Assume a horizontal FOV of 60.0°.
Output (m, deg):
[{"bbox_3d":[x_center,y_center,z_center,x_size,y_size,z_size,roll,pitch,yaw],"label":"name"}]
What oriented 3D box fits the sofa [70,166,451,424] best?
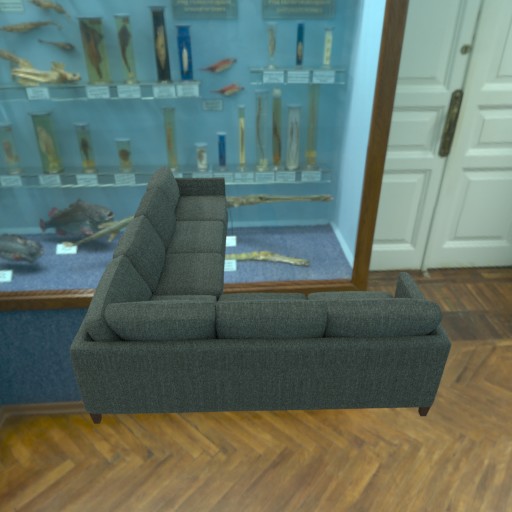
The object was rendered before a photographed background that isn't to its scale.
[{"bbox_3d":[0.000,0.000,4.456,2.593,0.947,3.302,-1,30,-1],"label":"sofa"}]
